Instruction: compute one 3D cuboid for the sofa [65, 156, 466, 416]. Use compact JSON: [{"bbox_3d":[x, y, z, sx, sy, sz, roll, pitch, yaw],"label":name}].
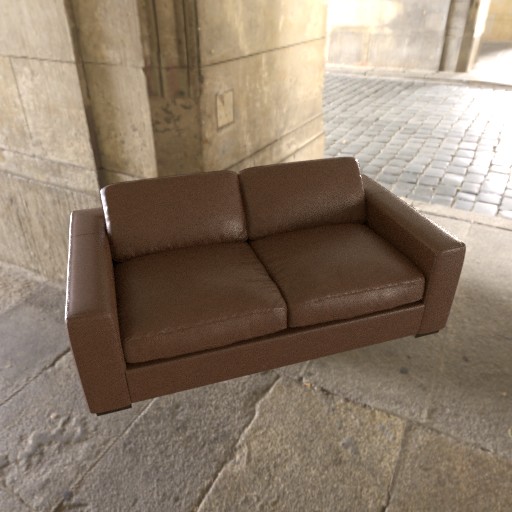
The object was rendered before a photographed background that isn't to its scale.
[{"bbox_3d":[0.000,0.000,2.466,1.920,0.800,1.070,-10,33,-15],"label":"sofa"}]
